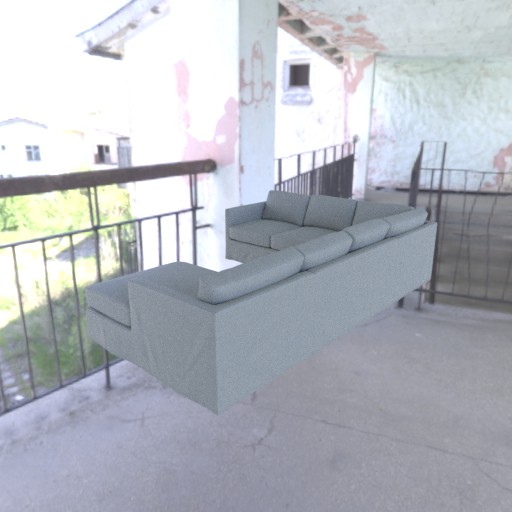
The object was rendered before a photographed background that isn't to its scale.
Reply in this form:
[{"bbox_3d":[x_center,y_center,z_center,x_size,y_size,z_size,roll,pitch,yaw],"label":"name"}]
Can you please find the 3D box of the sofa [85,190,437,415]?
[{"bbox_3d":[0.000,0.000,4.611,2.427,0.882,3.460,14,21,40],"label":"sofa"}]
